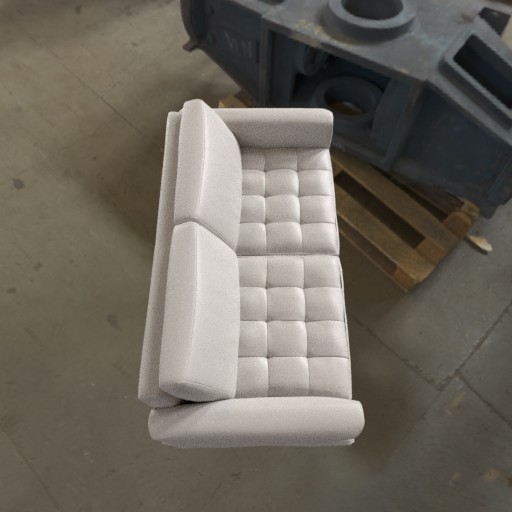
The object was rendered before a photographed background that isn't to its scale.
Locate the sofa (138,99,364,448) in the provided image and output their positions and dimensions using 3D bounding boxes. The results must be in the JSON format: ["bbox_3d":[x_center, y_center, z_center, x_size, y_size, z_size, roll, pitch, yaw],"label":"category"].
[{"bbox_3d":[0.000,0.000,2.757,1.121,0.930,2.177,0,64,0],"label":"sofa"}]
